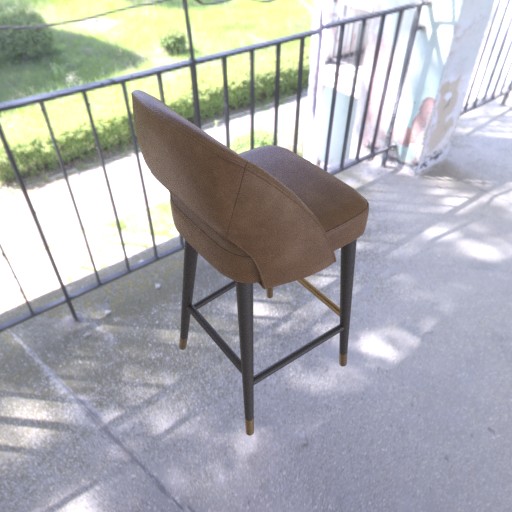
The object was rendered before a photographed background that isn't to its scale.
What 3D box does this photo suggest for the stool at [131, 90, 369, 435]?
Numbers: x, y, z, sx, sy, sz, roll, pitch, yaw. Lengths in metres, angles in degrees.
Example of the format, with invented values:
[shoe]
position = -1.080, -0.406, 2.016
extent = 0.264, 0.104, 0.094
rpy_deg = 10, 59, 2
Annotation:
[stool]
position = 0.000, 0.000, 1.310
extent = 0.509, 1.037, 0.494
rpy_deg = -27, 49, -27
